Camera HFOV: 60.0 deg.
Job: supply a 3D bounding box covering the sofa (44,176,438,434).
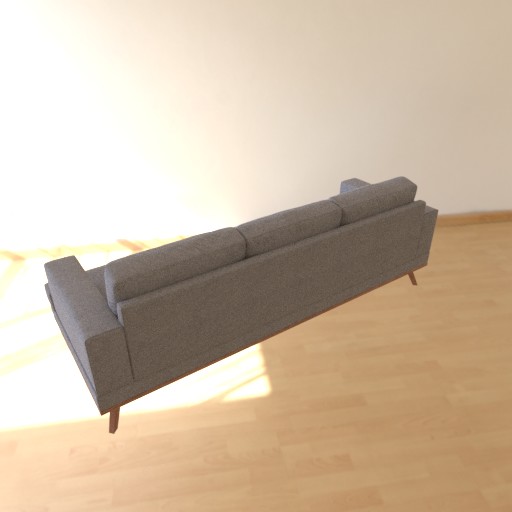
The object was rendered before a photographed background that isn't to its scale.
[{"bbox_3d":[0.000,0.000,2.742,2.310,0.810,0.920,-19,35,-30],"label":"sofa"}]
